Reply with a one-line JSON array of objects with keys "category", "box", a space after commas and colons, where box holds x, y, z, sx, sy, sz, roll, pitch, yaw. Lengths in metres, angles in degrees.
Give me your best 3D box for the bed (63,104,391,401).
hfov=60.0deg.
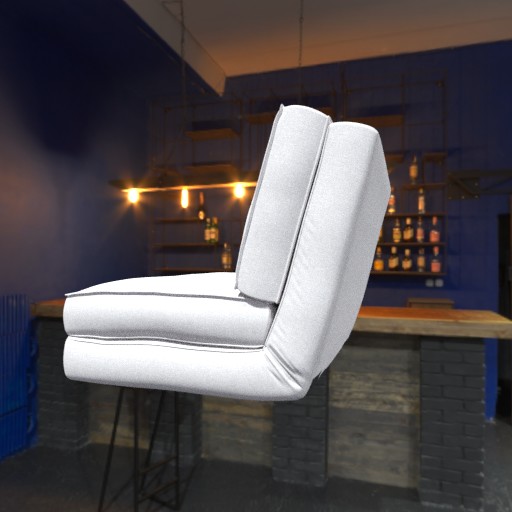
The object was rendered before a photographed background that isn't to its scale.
[{"category": "bed", "box": [0.000, 0.000, 1.314, 0.749, 0.614, 0.799, 0, -1, 19]}]
